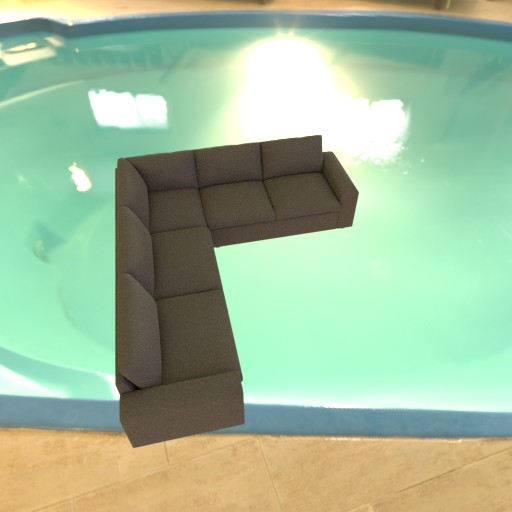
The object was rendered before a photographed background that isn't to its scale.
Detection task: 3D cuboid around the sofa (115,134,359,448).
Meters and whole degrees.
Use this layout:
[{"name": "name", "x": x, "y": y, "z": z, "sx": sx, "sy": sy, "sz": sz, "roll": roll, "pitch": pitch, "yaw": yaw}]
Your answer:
[{"name": "sofa", "x": 0.000, "y": 0.000, "z": 4.846, "sx": 2.895, "sy": 0.965, "sz": 3.277, "roll": -9, "pitch": 46, "yaw": -9}]
